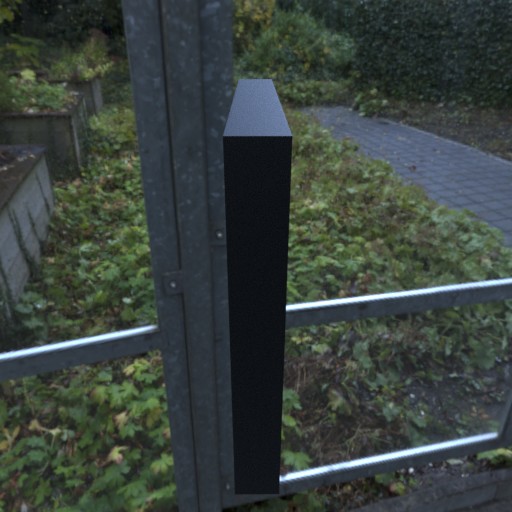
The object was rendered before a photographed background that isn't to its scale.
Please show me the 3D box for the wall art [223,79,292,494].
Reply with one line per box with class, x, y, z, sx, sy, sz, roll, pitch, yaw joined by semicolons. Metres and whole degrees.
wall art;0.000;0.000;0.447;0.038;0.304;0.305;0;27;0
